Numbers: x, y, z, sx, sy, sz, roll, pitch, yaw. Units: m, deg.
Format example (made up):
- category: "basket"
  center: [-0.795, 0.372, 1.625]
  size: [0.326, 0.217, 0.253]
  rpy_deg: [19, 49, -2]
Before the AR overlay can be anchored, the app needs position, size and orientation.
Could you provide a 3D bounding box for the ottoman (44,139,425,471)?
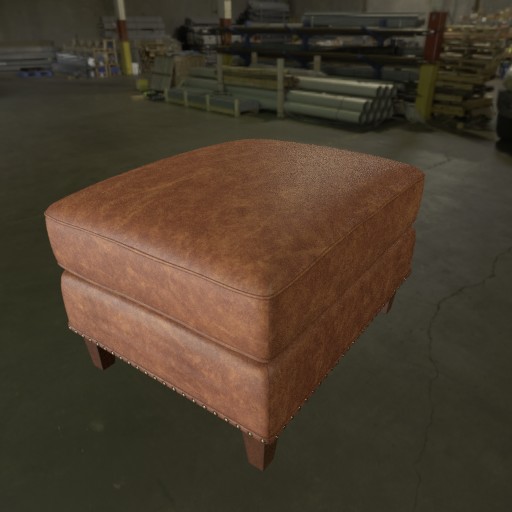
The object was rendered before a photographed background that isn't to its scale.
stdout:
- category: "ottoman"
  center: [0.000, 0.000, 1.104]
  size: [0.586, 0.486, 0.742]
  rpy_deg: [18, 33, 31]
